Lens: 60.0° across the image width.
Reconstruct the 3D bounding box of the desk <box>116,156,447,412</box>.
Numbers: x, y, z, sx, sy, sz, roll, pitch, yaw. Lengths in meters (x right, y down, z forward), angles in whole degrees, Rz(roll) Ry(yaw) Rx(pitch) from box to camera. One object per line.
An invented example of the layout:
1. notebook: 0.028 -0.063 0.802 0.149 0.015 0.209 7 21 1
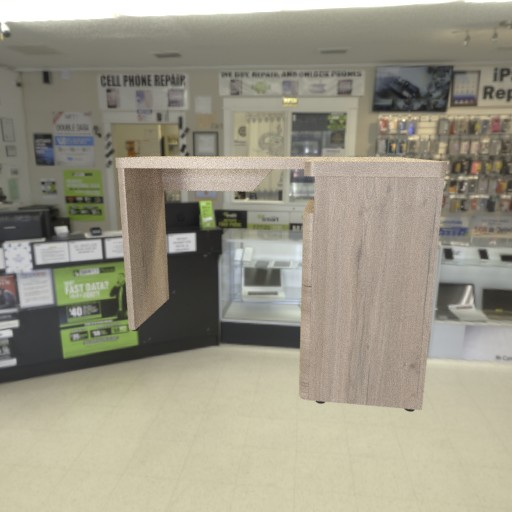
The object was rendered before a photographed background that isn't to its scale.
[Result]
1. desk: 0.000 0.000 1.767 1.169 0.760 0.900 2 14 9
